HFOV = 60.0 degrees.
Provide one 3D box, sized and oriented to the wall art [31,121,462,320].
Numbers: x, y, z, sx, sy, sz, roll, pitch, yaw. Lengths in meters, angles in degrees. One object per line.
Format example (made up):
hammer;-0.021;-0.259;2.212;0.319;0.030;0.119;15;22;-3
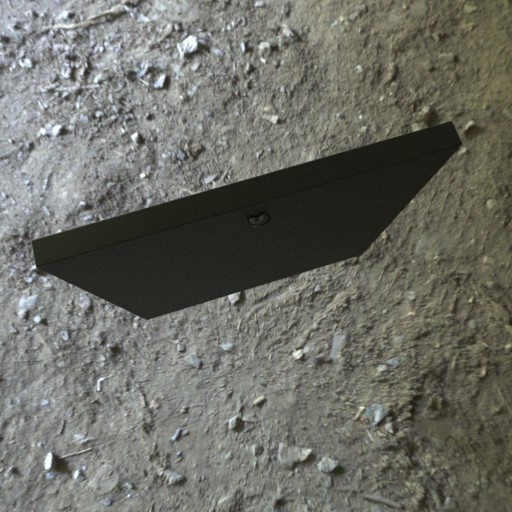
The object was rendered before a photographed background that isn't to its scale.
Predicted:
wall art;0.000;0.000;0.516;0.349;0.349;0.038;-17;76;-4
